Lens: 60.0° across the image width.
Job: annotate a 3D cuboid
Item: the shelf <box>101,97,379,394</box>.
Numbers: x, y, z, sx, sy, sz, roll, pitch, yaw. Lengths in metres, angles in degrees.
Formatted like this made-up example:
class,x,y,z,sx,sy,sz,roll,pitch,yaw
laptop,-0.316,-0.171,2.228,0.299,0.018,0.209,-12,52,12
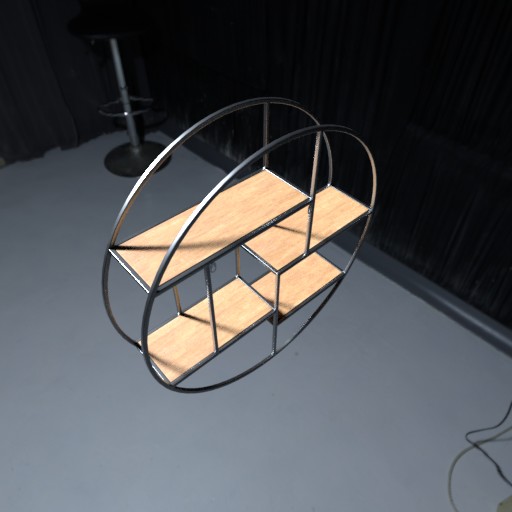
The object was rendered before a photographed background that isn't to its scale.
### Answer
class,x,y,z,sx,sy,sz,roll,pitch,yaw
shelf,0.000,0.000,1.339,0.888,0.888,0.202,-32,54,-28
